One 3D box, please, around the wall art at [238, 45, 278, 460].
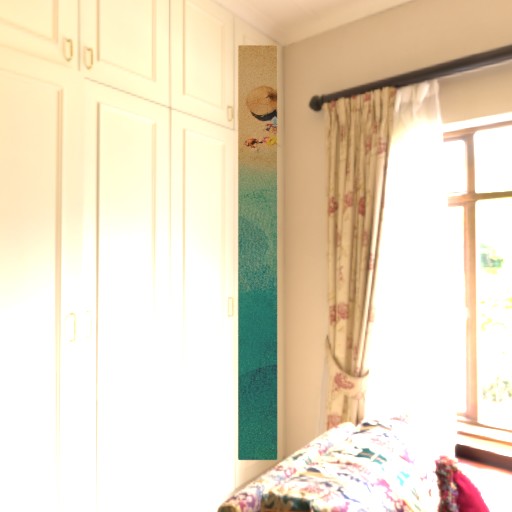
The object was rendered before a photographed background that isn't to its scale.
[{"bbox_3d":[0.000,0.000,0.737,0.039,0.406,0.609,0,-1,0],"label":"wall art"}]
